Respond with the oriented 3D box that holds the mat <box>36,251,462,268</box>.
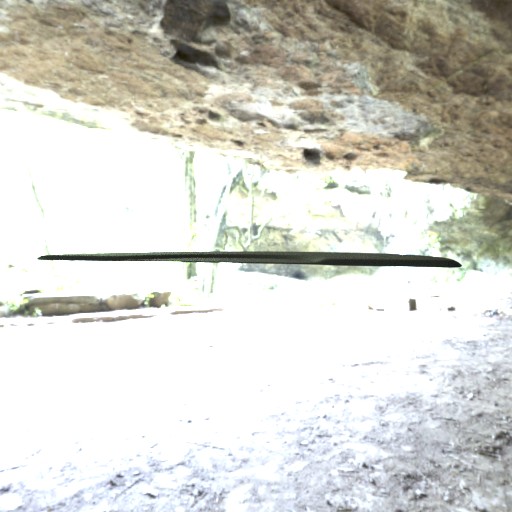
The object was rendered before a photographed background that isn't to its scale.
[{"bbox_3d":[0.000,0.000,1.897,1.525,0.022,0.917,1,2,19],"label":"mat"}]
